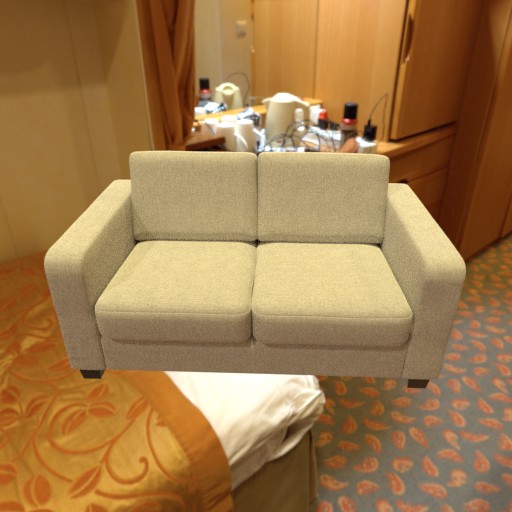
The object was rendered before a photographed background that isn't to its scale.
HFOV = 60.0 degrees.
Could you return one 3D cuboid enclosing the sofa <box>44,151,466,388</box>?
[{"bbox_3d":[0.000,0.000,2.008,1.540,0.800,0.900,1,29,2],"label":"sofa"}]
